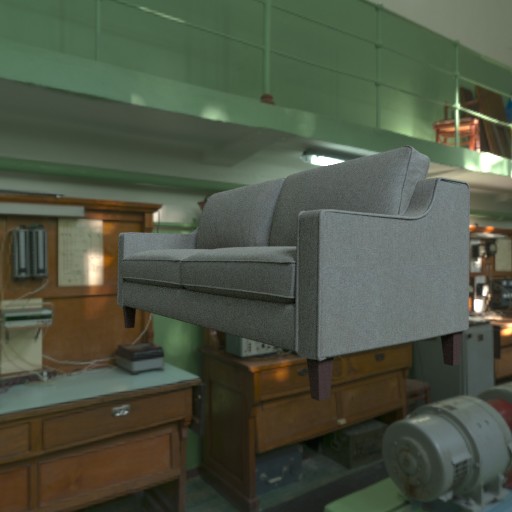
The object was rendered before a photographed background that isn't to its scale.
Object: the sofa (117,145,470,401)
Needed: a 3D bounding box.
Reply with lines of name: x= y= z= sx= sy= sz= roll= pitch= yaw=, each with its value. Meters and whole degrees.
sofa: x=0.000 y=0.000 z=2.767 sx=1.073 sy=1.074 sz=2.181 roll=0 pitch=0 yaw=-36
